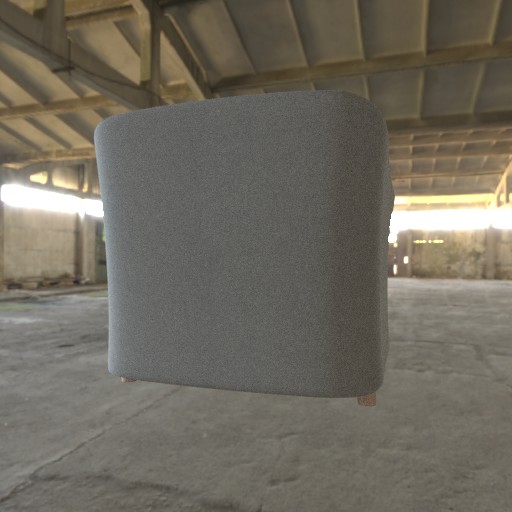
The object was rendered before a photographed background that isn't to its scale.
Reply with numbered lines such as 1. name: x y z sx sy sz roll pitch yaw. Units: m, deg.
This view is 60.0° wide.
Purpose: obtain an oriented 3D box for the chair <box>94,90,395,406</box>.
1. chair: 0.000 0.000 1.329 0.790 0.720 0.700 0 -1 18
